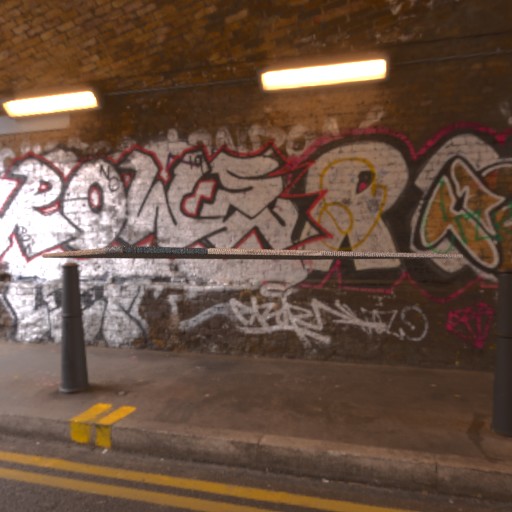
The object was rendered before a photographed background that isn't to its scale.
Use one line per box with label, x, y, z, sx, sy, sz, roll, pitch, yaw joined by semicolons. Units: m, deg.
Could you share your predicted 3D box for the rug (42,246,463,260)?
rug;0.000;0.000;2.330;1.847;0.020;1.238;1;-1;-36
